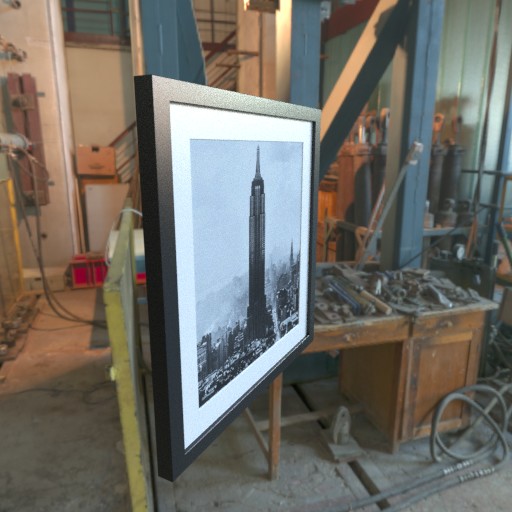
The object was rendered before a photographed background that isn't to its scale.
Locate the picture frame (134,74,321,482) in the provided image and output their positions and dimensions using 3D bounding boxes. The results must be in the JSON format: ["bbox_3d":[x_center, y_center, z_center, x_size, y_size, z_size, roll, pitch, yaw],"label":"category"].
[{"bbox_3d":[0.000,0.000,0.825,0.029,0.557,0.559,7,16,28],"label":"picture frame"}]
